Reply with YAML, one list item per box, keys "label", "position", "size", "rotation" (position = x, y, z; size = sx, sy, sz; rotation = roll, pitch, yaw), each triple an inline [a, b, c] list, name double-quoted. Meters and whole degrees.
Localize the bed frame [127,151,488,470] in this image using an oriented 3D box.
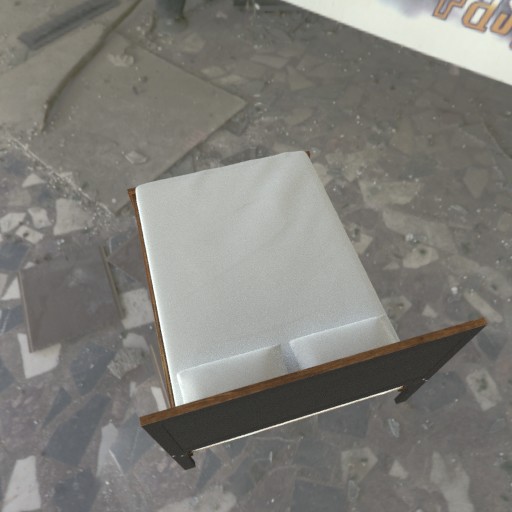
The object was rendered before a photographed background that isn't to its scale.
- label: "bed frame"
  position: [0.000, 0.000, 3.219]
  size: [1.696, 1.417, 2.276]
  rotation: [-14, 58, -9]
